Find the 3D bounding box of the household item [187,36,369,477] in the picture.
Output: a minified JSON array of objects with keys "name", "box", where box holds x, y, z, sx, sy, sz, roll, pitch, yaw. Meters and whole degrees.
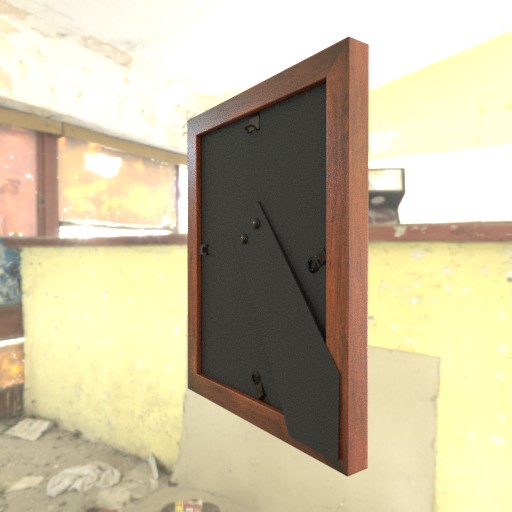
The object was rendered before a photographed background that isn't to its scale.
[{"name":"household item","box":[0.000,0.000,0.337,0.020,0.250,0.200,0,1,-36]}]
